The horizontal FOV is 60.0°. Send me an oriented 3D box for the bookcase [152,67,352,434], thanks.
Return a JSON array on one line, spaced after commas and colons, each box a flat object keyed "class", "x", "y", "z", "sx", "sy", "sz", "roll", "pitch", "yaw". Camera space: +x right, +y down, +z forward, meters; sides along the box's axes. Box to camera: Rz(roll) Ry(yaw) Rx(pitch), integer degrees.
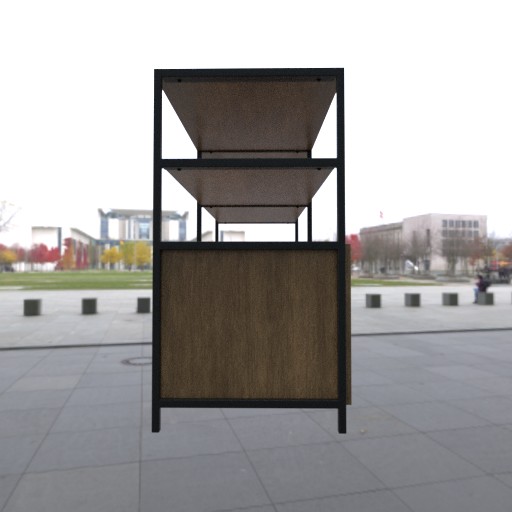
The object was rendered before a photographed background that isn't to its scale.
[{"class": "bookcase", "x": 0.000, "y": 0.000, "z": 1.436, "sx": 0.391, "sy": 0.712, "sz": 1.149, "roll": 0, "pitch": -1, "yaw": 1}]
